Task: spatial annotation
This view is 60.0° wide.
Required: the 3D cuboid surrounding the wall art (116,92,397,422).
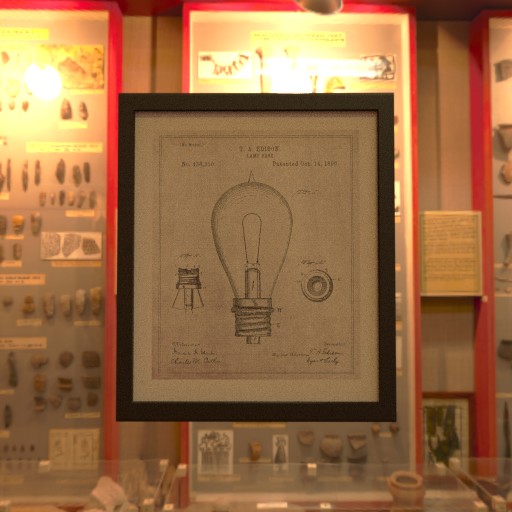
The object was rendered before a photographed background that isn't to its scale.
[{"bbox_3d":[0.000,0.000,0.695,0.430,0.509,0.021,0,-1,0],"label":"wall art"}]
